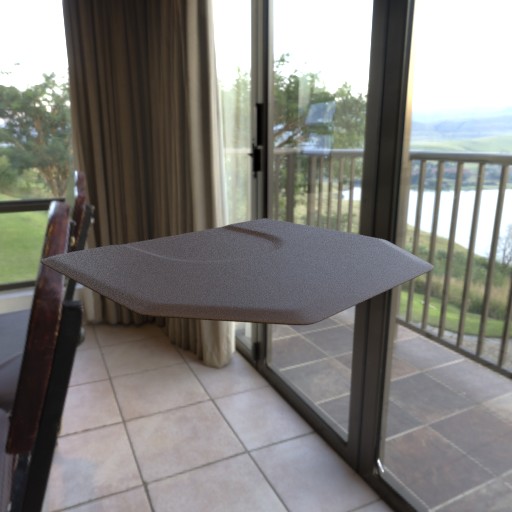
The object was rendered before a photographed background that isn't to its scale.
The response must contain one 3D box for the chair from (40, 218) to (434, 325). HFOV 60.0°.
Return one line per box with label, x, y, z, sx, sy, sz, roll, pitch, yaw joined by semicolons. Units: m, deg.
chair;0.000;0.000;1.888;1.372;0.024;1.219;-14;21;-43
